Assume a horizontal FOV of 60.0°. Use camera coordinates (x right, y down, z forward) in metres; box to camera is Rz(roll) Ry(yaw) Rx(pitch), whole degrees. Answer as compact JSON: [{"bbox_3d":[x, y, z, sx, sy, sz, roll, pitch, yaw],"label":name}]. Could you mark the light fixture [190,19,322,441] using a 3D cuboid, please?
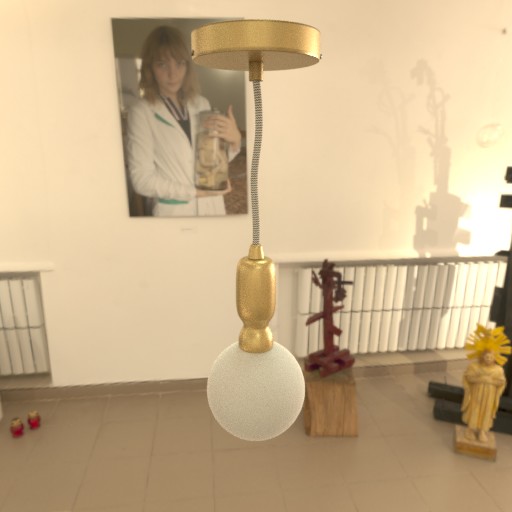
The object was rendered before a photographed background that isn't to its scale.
[{"bbox_3d":[0.000,0.000,0.561,0.147,0.510,0.146,-2,15,-7],"label":"light fixture"}]
